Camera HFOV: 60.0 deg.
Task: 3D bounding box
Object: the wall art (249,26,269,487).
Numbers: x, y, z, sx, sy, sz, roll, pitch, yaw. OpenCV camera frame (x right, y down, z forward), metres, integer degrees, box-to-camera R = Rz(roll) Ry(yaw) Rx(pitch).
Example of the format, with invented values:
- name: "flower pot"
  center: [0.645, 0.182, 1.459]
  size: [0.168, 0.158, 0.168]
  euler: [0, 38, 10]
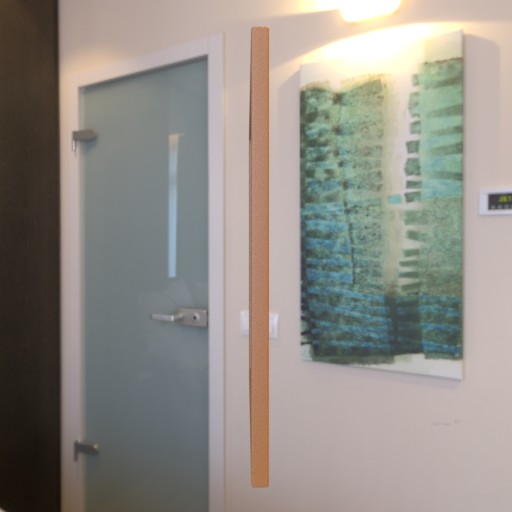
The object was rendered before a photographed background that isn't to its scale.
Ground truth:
- name: "wall art"
  center: [0.000, 0.000, 0.518]
  size: [0.015, 0.379, 0.310]
  euler: [0, 1, -1]
